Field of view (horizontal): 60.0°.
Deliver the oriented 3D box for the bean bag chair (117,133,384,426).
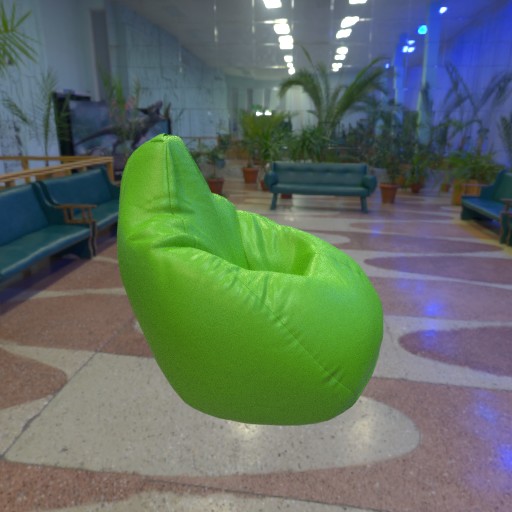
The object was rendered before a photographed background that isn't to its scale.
[{"bbox_3d":[0.000,0.000,1.860,1.070,0.990,1.070,3,17,9],"label":"bean bag chair"}]
